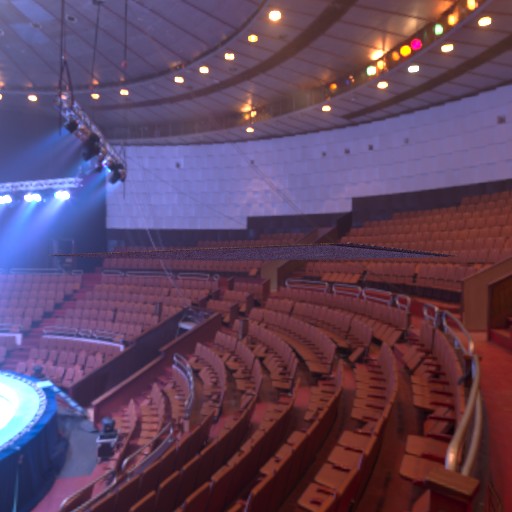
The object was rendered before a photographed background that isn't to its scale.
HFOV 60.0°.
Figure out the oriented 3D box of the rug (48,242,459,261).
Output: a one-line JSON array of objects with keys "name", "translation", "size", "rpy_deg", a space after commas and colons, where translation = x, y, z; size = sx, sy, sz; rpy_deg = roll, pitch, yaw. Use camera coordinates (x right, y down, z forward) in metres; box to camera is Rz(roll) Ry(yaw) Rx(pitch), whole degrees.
[{"name": "rug", "translation": [0.000, 0.000, 4.197], "size": [3.056, 0.010, 2.437], "rpy_deg": [-2, -3, 37]}]
